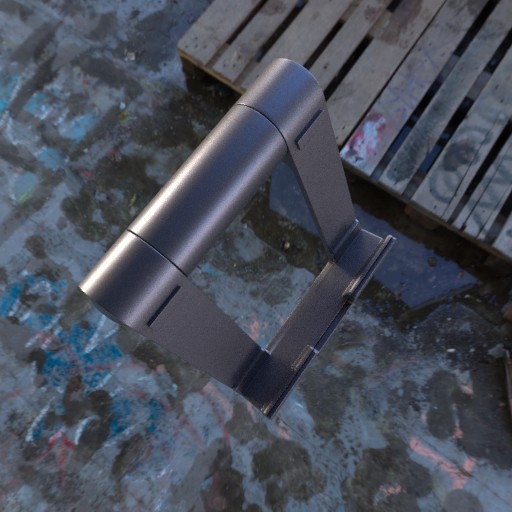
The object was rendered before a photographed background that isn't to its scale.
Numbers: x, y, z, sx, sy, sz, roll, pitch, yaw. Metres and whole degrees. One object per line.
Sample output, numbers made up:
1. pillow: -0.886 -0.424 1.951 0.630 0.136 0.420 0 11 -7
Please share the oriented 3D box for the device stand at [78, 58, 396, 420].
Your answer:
1. device stand: 0.000 0.000 0.156 0.079 0.084 0.088 36 78 9
